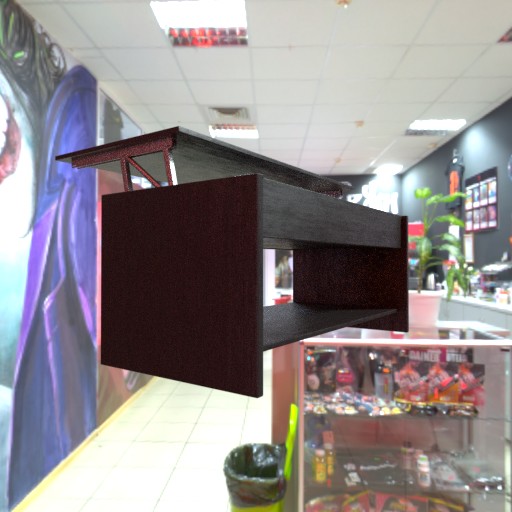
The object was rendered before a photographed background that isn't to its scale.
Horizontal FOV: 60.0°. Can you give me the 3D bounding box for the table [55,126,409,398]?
[{"bbox_3d":[0.000,0.000,1.476,0.712,0.570,1.000,-1,-1,35],"label":"table"}]
